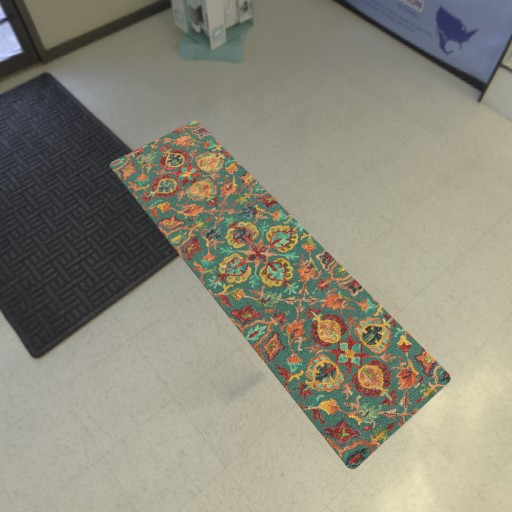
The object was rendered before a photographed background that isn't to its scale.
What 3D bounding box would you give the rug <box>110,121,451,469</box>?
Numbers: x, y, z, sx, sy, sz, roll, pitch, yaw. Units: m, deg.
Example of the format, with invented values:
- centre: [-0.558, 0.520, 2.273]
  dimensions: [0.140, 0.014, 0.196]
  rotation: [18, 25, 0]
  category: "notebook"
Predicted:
- centre: [0.000, 0.000, 2.532]
  dimensions: [0.686, 0.013, 2.286]
  rotation: [-33, 64, -18]
  category: "rug"
